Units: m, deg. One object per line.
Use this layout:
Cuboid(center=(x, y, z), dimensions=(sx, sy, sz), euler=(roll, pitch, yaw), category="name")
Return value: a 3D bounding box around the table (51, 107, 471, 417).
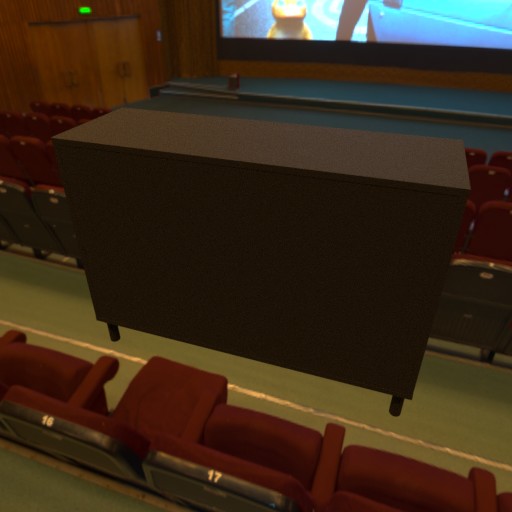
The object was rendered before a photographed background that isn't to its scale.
Cuboid(center=(0.000, 0.000, 1.588), dimensions=(1.200, 0.855, 0.400), euler=(10, 34, 16), category="table")
